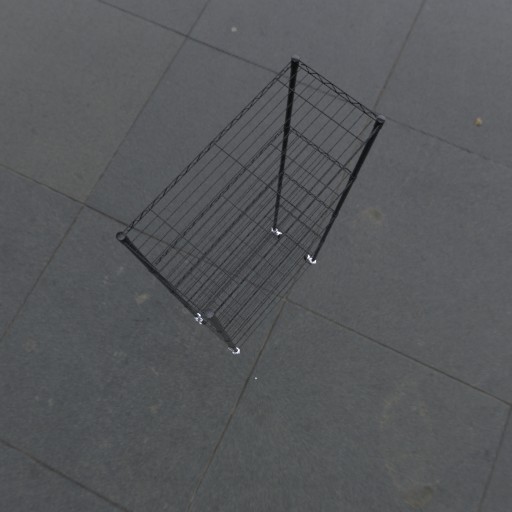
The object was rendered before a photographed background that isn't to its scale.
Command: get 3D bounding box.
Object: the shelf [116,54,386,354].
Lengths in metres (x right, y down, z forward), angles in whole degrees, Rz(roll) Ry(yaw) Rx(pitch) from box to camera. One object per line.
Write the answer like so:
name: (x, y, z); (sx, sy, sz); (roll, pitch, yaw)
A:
shelf: (0.000, 0.000, 1.991); (0.356, 1.645, 0.762); (40, 78, 10)
